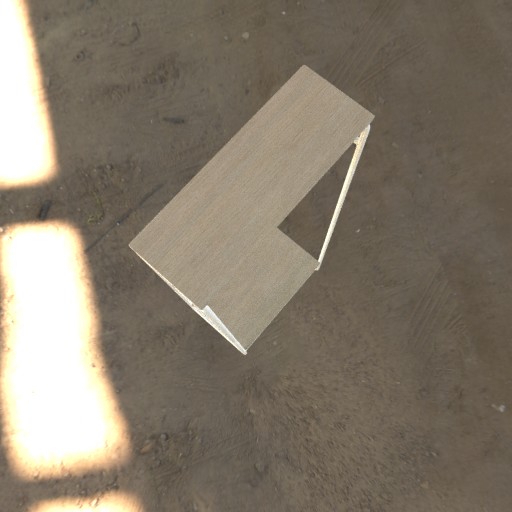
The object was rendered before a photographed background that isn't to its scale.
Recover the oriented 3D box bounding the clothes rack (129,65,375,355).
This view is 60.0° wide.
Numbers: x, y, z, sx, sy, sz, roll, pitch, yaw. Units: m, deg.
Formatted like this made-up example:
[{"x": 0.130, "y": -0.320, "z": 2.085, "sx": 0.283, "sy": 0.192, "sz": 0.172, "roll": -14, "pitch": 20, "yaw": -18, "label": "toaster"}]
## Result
[{"x": 0.000, "y": 0.000, "z": 1.791, "sx": 0.400, "sy": 1.512, "sz": 0.640, "roll": 40, "pitch": 79, "yaw": 9, "label": "clothes rack"}]
